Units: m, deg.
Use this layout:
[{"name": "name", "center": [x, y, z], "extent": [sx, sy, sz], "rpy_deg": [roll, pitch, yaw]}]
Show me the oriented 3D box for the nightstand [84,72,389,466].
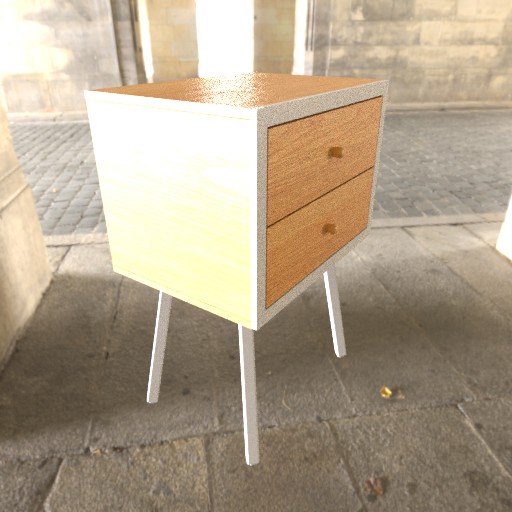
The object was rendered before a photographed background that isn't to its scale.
[{"name": "nightstand", "center": [0.000, 0.000, 0.831], "extent": [0.316, 0.601, 0.400], "rpy_deg": [18, 32, 31]}]
